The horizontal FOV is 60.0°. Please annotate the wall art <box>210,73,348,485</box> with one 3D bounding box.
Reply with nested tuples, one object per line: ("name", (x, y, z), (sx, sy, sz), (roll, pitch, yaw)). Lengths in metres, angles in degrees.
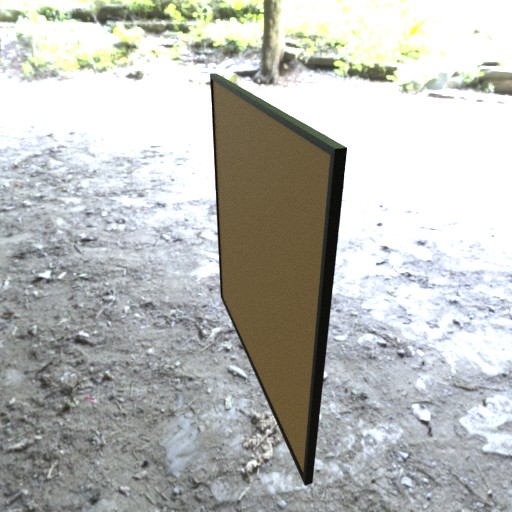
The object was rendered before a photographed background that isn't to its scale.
("wall art", (0.000, 0.000, 0.670), (0.013, 0.457, 0.458), (-9, 31, -16))
